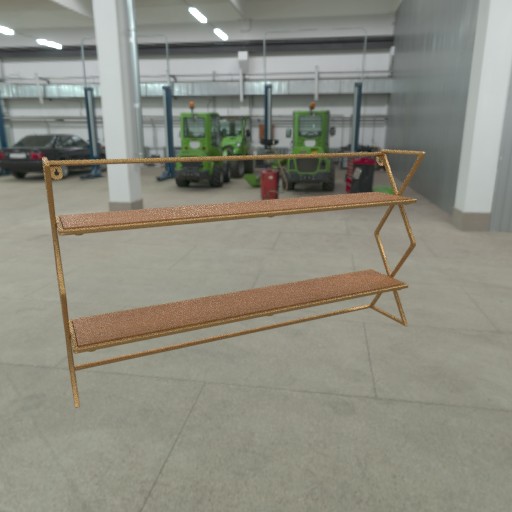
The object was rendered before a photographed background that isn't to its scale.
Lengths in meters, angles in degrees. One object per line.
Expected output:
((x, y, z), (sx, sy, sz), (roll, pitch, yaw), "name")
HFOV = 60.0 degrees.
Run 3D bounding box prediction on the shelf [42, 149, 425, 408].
((0.000, 0.000, 1.002), (0.822, 0.450, 0.150), (-8, 17, -25), "shelf")
